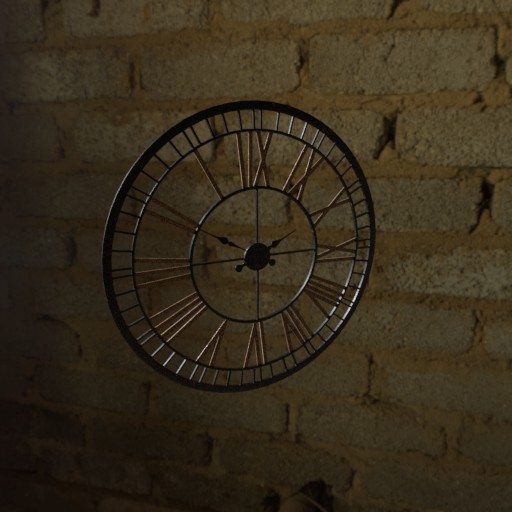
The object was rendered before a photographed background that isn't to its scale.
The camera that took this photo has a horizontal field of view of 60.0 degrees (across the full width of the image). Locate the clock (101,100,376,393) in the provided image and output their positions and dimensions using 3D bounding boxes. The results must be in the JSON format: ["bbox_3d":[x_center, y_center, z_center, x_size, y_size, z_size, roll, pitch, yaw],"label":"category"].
[{"bbox_3d":[0.000,0.000,1.271,0.843,0.843,0.025,-7,16,-24],"label":"clock"}]
